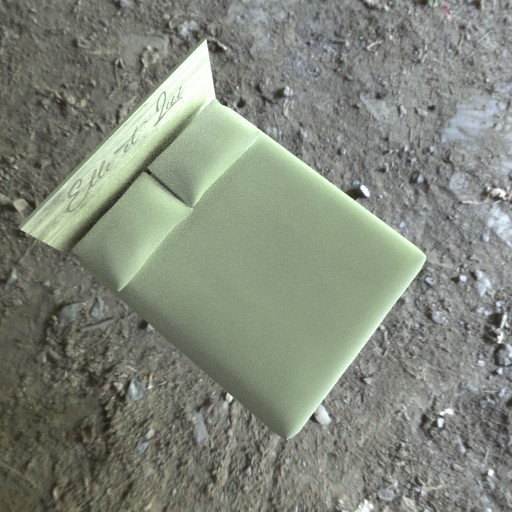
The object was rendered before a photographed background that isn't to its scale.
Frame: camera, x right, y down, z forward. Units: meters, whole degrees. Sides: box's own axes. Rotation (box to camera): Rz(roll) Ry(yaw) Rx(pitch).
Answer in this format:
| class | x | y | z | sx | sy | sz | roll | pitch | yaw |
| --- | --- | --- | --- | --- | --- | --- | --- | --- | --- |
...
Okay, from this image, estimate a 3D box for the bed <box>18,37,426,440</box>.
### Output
| class | x | y | z | sx | sy | sz | roll | pitch | yaw |
| --- | --- | --- | --- | --- | --- | --- | --- | --- | --- |
| bed | 0.000 | 0.000 | 3.145 | 2.094 | 1.335 | 1.745 | 39 | 80 | 8 |
